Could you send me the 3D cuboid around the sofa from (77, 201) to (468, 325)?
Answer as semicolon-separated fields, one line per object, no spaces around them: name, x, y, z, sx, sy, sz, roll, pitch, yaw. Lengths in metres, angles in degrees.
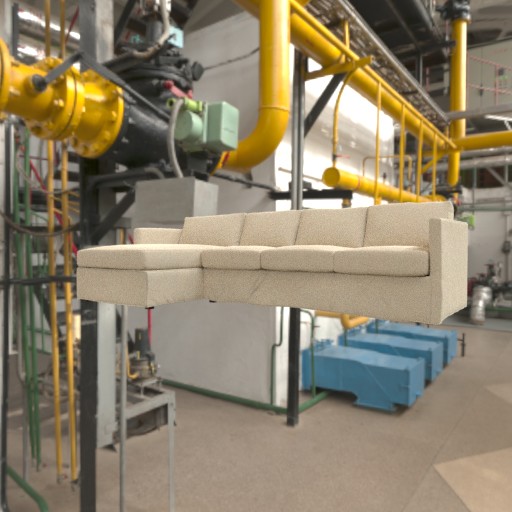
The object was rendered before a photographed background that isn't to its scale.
sofa;0.000;0.000;3.968;3.205;0.922;1.650;1;2;36
